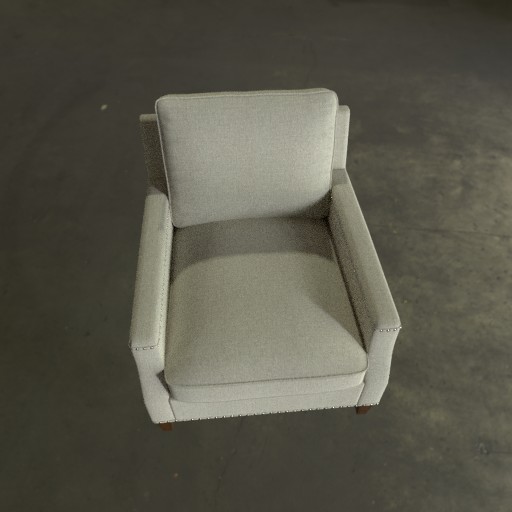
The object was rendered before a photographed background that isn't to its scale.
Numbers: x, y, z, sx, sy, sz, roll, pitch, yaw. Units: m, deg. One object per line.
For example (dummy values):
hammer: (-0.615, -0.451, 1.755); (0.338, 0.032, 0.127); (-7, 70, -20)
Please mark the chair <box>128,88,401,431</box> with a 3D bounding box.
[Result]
chair: (0.000, 0.000, 1.700); (0.853, 0.943, 1.014); (-4, 48, -3)
